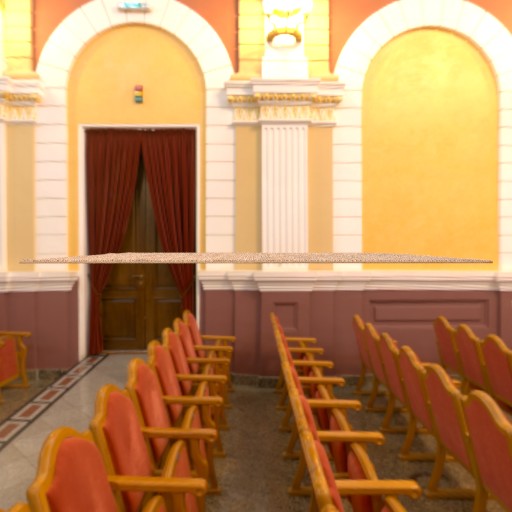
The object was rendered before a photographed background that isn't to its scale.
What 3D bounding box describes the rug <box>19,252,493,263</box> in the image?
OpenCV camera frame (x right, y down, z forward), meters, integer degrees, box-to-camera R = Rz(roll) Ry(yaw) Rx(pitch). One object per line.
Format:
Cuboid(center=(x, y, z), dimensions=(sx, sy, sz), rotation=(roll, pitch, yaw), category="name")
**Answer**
Cuboid(center=(0.000, 0.000, 4.052), dimensions=(3.052, 0.030, 2.429), rotation=(0, 2, 0), category="rug")
